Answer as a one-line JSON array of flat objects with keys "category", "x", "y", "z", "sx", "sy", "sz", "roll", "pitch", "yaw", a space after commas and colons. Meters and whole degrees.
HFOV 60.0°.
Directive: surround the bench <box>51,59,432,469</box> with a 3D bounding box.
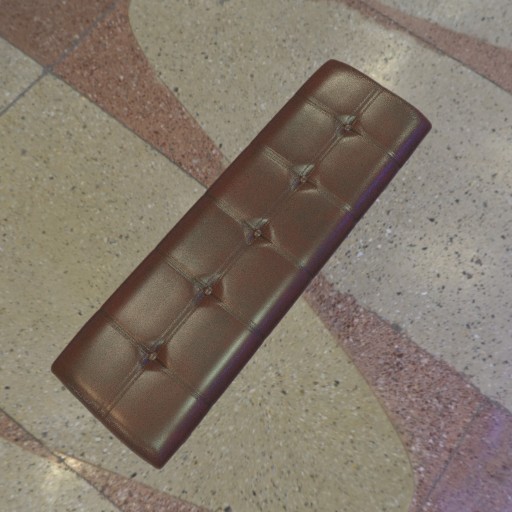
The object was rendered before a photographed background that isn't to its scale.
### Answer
[{"category": "bench", "x": 0.000, "y": 0.000, "z": 1.440, "sx": 0.401, "sy": 0.491, "sz": 1.259, "roll": 38, "pitch": 77, "yaw": 10}]
